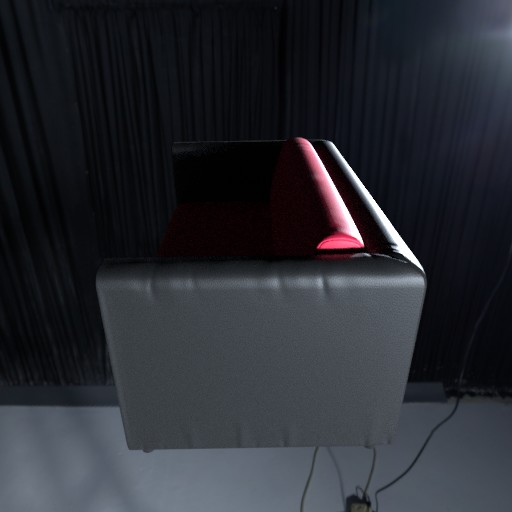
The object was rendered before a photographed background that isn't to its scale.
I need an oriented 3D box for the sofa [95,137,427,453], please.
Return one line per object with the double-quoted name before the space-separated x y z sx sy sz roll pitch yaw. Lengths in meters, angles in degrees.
"sofa" 0.000 0.000 1.851 0.845 0.735 1.410 -1 28 -1
